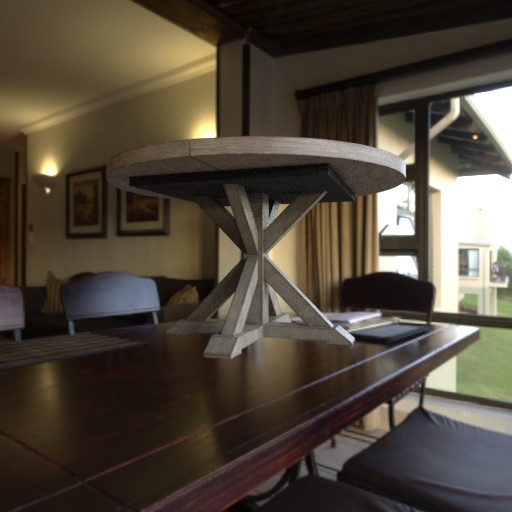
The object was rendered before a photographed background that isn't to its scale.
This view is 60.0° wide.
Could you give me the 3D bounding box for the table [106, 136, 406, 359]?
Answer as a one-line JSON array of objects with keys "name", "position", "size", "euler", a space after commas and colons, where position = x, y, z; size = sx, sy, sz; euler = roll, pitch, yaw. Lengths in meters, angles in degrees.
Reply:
[{"name": "table", "position": [0.000, 0.000, 2.124], "size": [1.363, 0.781, 1.363], "euler": [0, 0, 0]}]
